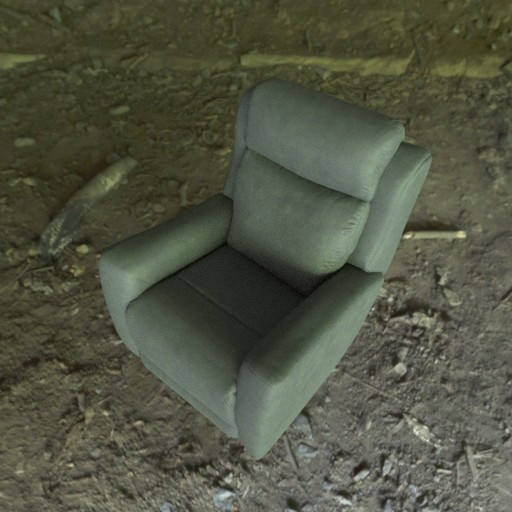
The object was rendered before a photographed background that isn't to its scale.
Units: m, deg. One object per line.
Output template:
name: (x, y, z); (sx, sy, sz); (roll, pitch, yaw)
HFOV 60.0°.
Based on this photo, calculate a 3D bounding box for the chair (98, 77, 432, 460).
chair: (0.000, 0.000, 1.907); (0.967, 1.116, 1.068); (32, 54, 26)
